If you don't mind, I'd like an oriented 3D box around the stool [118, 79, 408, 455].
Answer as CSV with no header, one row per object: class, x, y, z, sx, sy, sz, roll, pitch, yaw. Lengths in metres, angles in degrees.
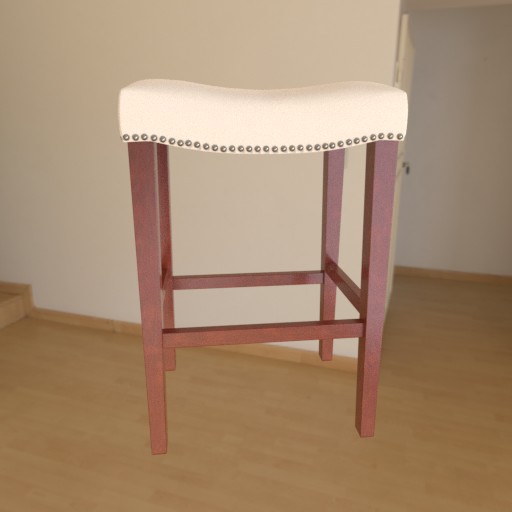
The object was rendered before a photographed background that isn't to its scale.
stool,0.000,0.000,1.013,0.504,0.742,0.372,-2,17,-6
